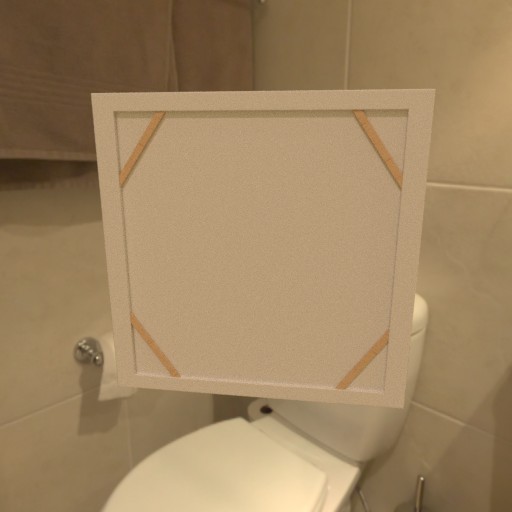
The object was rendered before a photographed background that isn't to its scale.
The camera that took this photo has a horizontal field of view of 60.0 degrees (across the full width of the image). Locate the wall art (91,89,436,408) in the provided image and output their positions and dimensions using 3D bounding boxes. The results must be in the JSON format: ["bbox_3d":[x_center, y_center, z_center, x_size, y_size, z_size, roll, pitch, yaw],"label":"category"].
[{"bbox_3d":[0.000,0.000,0.876,0.610,0.610,0.038,2,16,8],"label":"wall art"}]
